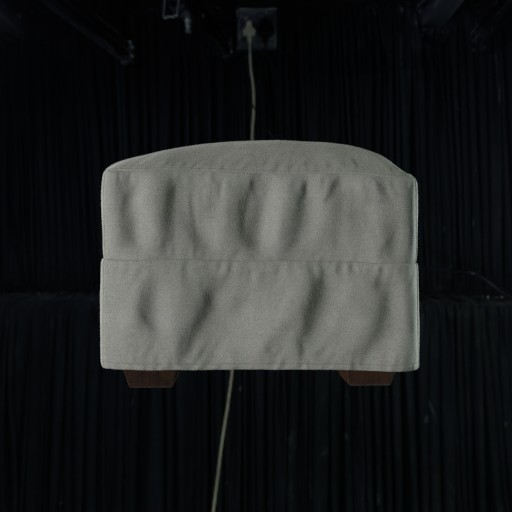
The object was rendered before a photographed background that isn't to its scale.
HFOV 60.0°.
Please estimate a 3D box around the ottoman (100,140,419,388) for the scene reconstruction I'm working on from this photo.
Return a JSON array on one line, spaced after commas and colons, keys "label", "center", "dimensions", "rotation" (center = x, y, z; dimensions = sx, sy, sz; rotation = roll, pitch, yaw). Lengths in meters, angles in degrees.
[{"label": "ottoman", "center": [0.000, 0.000, 1.084], "dimensions": [0.584, 0.480, 0.712], "rotation": [0, -1, -2]}]
